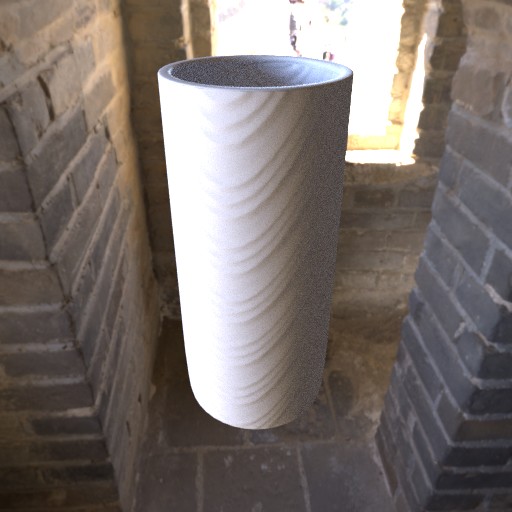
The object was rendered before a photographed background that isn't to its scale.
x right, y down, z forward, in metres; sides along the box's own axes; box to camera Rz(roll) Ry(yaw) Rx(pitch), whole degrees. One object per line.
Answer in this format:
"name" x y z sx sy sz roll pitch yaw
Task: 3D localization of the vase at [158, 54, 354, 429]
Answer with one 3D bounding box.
"vase" 0.000 0.000 0.399 0.143 0.316 0.143 0 32 0
